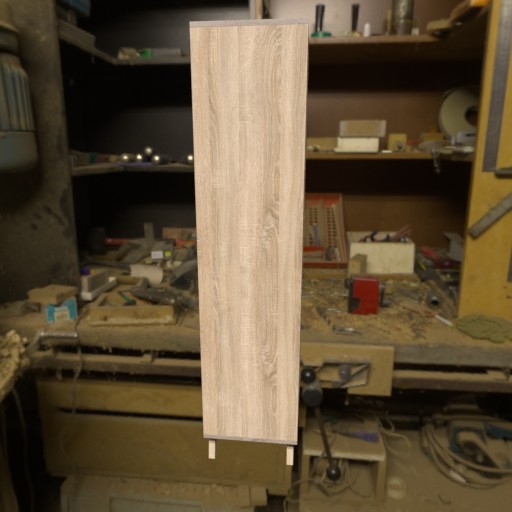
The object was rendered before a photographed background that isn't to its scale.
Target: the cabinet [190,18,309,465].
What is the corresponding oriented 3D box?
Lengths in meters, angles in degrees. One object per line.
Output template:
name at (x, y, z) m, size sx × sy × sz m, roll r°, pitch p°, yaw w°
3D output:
cabinet at (0.000, 0.000, 2.152) m, size 0.450 × 1.960 × 0.510 m, roll 2°, pitch 15°, yaw 7°
